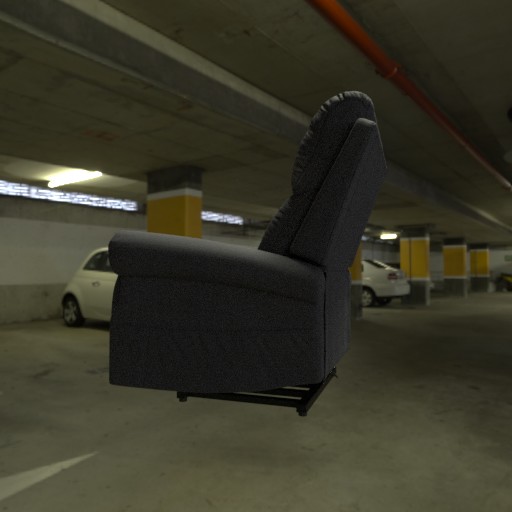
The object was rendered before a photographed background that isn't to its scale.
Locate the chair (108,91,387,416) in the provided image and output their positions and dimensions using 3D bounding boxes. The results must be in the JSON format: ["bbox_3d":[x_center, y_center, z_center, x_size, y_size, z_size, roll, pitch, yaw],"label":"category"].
[{"bbox_3d":[0.000,0.000,1.764,0.979,1.031,0.871,-1,-2,19],"label":"chair"}]
